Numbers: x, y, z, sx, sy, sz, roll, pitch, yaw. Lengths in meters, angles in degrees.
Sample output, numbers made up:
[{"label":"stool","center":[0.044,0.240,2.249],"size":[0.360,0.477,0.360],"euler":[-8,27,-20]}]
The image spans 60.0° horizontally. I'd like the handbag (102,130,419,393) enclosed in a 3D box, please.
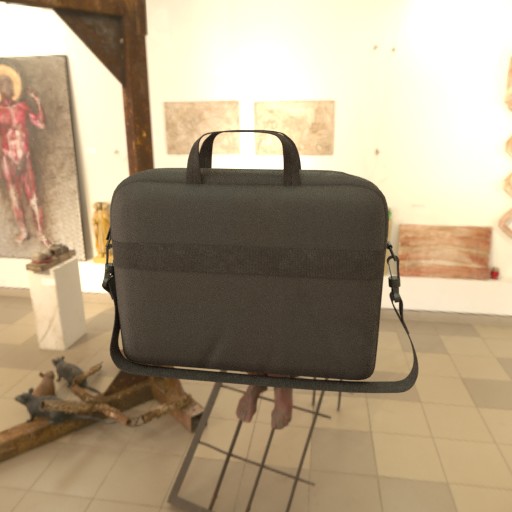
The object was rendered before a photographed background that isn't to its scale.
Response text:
[{"label":"handbag","center":[0.000,0.000,0.446],"size":[0.320,0.244,0.089],"euler":[2,17,8]}]
